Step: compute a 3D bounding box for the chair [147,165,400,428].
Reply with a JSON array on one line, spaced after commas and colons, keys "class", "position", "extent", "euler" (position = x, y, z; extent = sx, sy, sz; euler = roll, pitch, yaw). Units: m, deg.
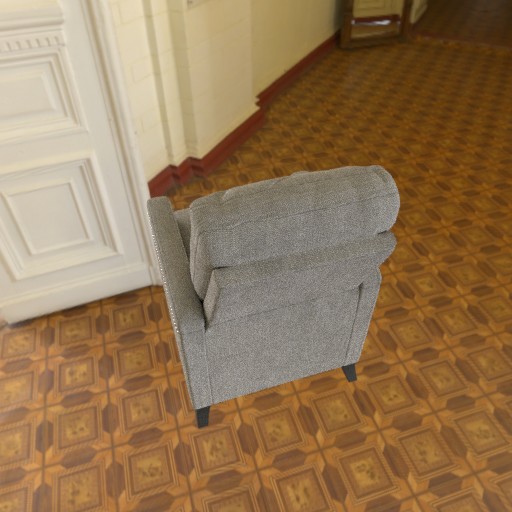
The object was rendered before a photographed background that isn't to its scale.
[{"class": "chair", "position": [0.000, 0.000, 1.681], "extent": [0.710, 1.049, 0.922], "euler": [-12, 44, -13]}]
